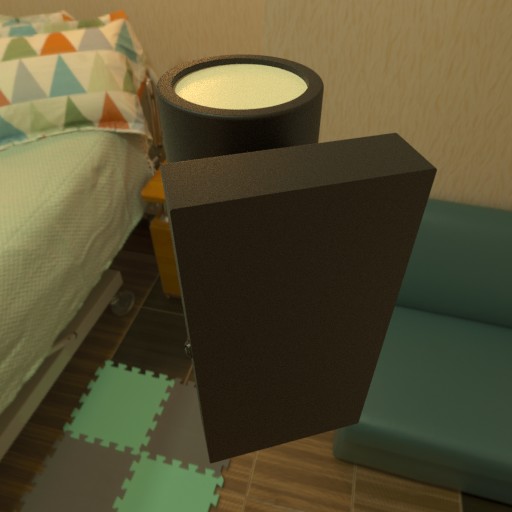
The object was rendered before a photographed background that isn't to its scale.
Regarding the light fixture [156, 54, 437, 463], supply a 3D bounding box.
[{"bbox_3d":[0.000,0.000,0.253,0.098,0.179,0.138,-10,43,-11],"label":"light fixture"}]
